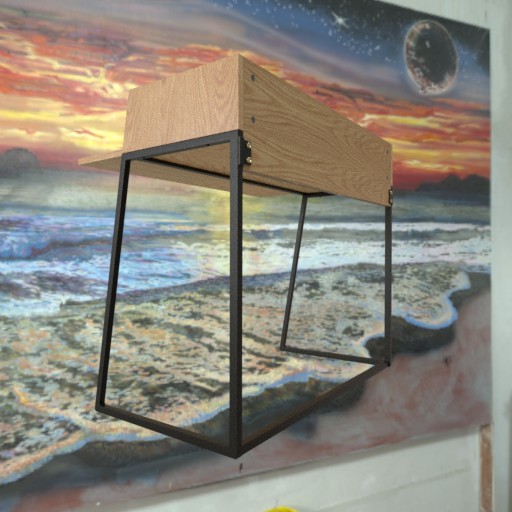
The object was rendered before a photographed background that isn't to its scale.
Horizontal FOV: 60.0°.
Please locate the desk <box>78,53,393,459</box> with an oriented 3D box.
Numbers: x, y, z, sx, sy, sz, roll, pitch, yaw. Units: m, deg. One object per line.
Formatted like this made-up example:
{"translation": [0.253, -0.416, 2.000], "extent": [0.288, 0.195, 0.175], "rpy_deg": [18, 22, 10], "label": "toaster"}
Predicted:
{"translation": [0.000, 0.000, 1.854], "extent": [0.769, 1.061, 1.191], "rpy_deg": [0, 0, 36], "label": "desk"}
